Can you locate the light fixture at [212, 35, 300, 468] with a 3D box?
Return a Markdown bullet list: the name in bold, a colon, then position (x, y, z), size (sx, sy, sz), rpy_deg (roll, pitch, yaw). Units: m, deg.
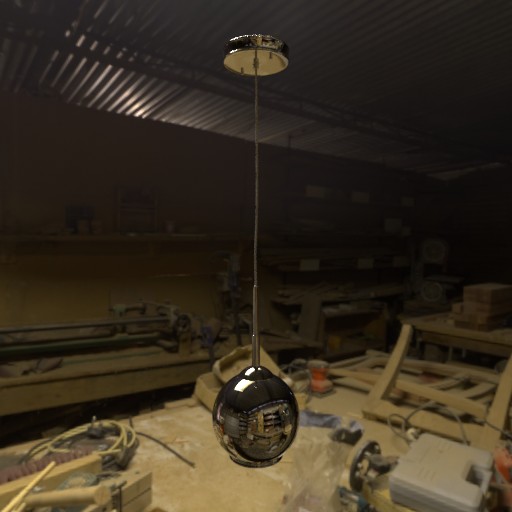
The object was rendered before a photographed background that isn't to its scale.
- **light fixture**: position (0.000, 0.000, 1.684), size (0.336, 1.538, 0.336), rpy_deg (-1, 2, -37)
